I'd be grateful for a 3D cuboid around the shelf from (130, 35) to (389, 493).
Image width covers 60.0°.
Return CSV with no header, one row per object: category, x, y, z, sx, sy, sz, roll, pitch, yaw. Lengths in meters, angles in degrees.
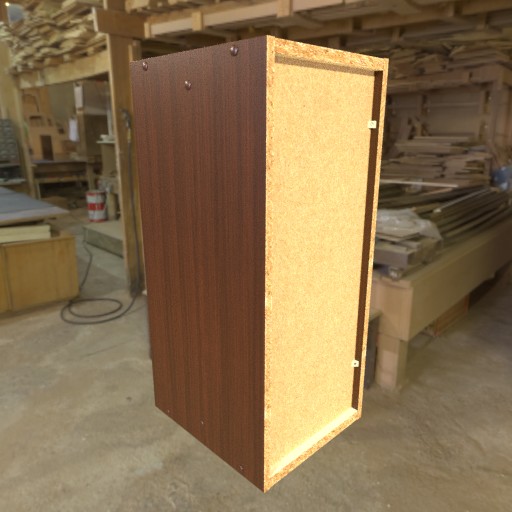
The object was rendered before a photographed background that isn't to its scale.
shelf,0.000,0.000,0.737,0.253,0.600,0.290,-15,22,-42
